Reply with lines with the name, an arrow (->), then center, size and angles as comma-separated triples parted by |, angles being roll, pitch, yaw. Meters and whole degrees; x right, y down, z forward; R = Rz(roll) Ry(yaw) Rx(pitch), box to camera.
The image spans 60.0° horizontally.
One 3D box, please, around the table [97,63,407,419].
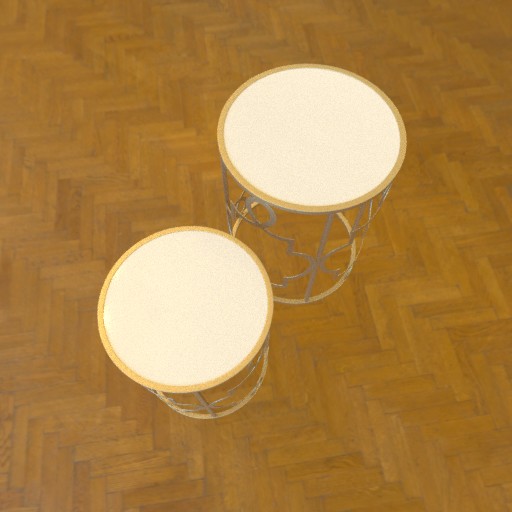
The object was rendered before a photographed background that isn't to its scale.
table -> 0.000, 0.000, 1.166 | 0.420, 0.564, 0.846 | 33, 69, 14
